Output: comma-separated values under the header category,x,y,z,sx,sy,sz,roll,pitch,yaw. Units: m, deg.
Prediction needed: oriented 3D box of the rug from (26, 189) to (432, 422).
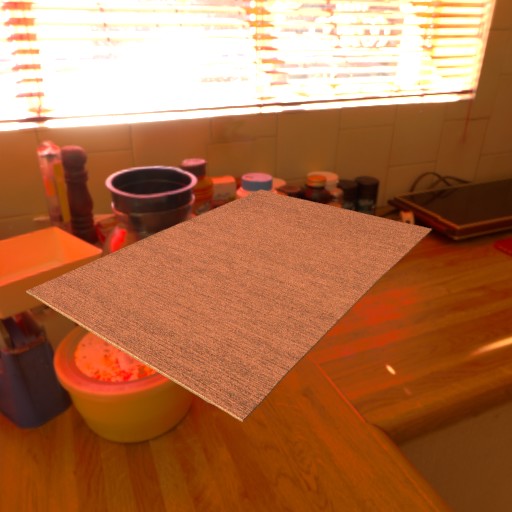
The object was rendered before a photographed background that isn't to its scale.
category,x,y,z,sx,sy,sz,roll,pitch,yaw
rug,0.000,0.000,2.982,1.616,0.030,2.338,19,32,32
